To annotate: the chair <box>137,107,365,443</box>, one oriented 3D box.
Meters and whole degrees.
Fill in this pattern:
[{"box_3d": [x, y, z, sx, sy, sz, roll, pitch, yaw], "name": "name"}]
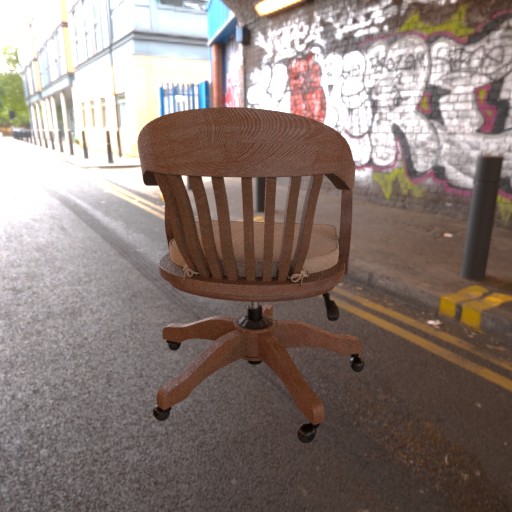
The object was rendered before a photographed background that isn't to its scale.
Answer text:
[{"box_3d": [0.000, 0.000, 1.423, 0.750, 0.878, 0.788, 2, 17, 8], "name": "chair"}]
